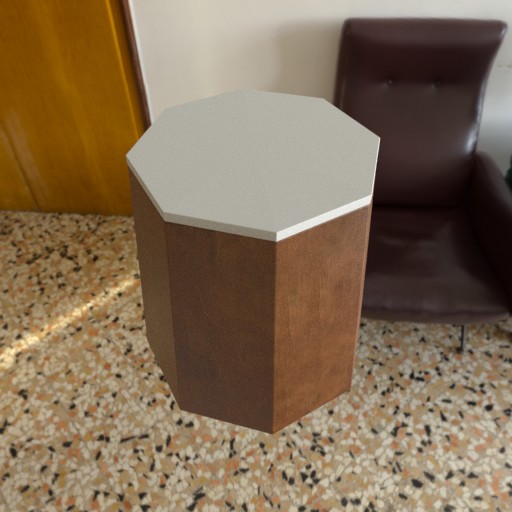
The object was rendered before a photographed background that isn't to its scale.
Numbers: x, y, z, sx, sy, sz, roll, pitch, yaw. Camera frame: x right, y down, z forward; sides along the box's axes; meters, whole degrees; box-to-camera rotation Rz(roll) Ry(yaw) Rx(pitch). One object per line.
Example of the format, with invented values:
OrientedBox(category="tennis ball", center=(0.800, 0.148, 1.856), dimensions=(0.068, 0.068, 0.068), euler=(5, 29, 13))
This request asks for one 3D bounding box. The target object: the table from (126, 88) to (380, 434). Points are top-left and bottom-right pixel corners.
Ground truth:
OrientedBox(category="table", center=(0.000, 0.000, 0.805), dimensions=(0.439, 0.457, 0.439), euler=(-24, 50, -21))
